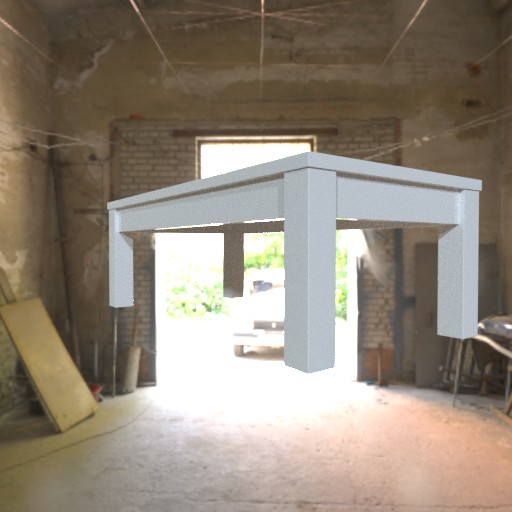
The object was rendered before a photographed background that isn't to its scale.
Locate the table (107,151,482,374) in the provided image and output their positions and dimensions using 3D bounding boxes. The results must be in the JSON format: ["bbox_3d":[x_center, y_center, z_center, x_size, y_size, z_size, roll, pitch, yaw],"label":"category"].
[{"bbox_3d":[0.000,0.000,1.679,0.700,0.470,1.350,-1,2,-36],"label":"table"}]
